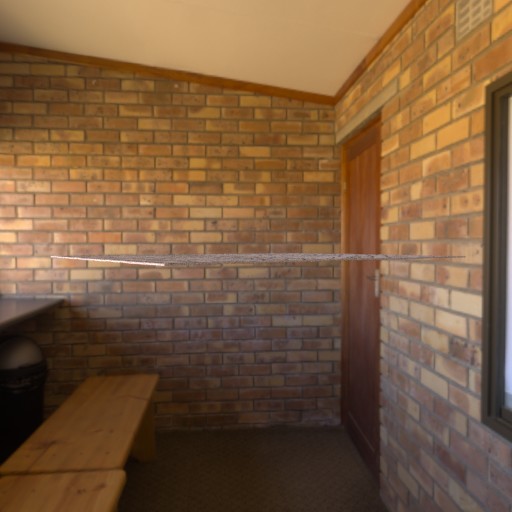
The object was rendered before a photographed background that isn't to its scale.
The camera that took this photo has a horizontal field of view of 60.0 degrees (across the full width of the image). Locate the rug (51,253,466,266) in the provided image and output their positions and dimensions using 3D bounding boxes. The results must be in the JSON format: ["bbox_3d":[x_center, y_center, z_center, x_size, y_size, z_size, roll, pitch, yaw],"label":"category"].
[{"bbox_3d":[0.000,0.000,3.327,2.455,0.025,1.964,-1,2,-37],"label":"rug"}]
